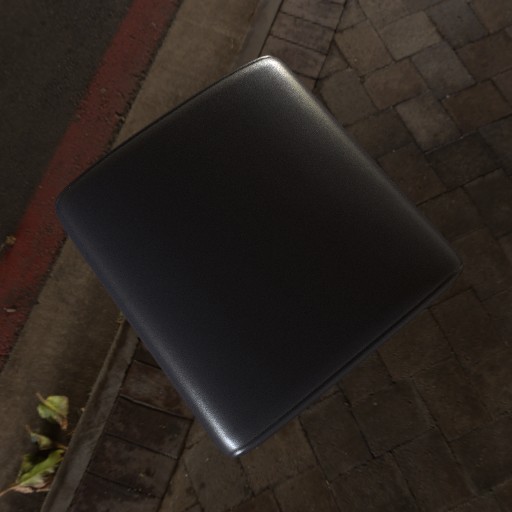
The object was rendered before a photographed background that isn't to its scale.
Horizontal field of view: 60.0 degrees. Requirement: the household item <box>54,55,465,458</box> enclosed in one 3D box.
[{"bbox_3d":[0.000,0.000,0.869,0.530,0.410,0.530,-37,79,-9],"label":"household item"}]
